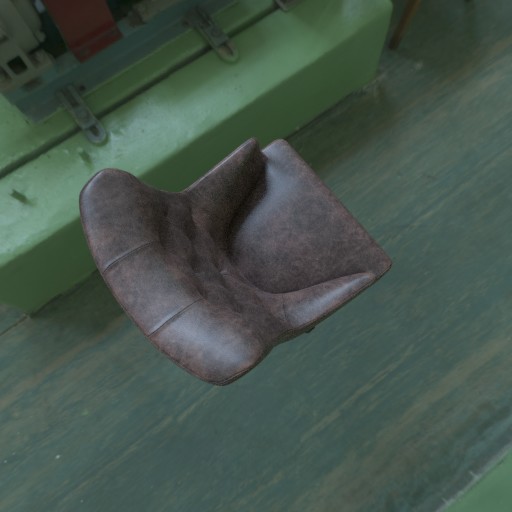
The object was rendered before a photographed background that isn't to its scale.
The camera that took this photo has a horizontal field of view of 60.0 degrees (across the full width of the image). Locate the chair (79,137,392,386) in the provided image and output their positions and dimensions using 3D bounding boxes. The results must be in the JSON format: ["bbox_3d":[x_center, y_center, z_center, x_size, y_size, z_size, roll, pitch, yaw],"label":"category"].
[{"bbox_3d":[0.000,0.000,1.494,0.762,1.035,0.641,-37,79,-9],"label":"chair"}]
